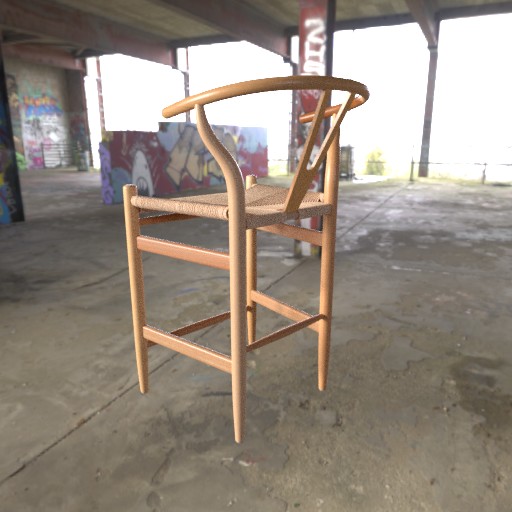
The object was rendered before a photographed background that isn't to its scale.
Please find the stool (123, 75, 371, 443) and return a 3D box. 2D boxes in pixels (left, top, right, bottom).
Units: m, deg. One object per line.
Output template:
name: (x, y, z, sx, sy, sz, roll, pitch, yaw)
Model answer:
stool: (0.000, 0.000, 1.290, 0.536, 0.923, 0.575, -14, 20, -42)
